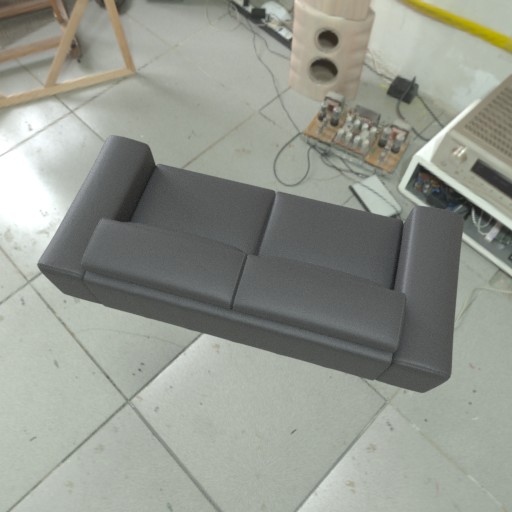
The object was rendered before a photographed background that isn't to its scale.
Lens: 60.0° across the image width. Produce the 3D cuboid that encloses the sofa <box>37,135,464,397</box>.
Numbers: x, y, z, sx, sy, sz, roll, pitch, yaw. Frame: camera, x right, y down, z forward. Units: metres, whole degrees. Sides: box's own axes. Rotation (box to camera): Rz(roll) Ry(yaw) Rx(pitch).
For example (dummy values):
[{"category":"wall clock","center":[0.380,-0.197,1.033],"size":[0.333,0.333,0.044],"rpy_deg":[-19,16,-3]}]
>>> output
[{"category":"sofa","center":[0.000,0.000,2.740],"size":[2.321,0.759,1.023],"rpy_deg":[14,64,7]}]
